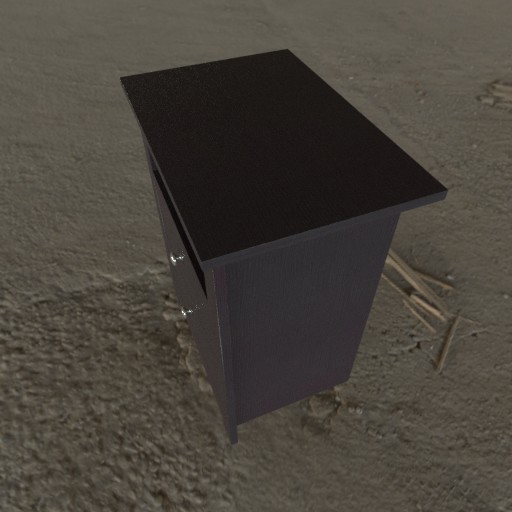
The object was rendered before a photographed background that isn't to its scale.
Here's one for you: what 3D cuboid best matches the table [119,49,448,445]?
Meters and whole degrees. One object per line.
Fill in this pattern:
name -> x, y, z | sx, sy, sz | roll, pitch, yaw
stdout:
table -> 0.000, 0.000, 1.084 | 0.408, 0.711, 0.589 | -17, 49, -15
